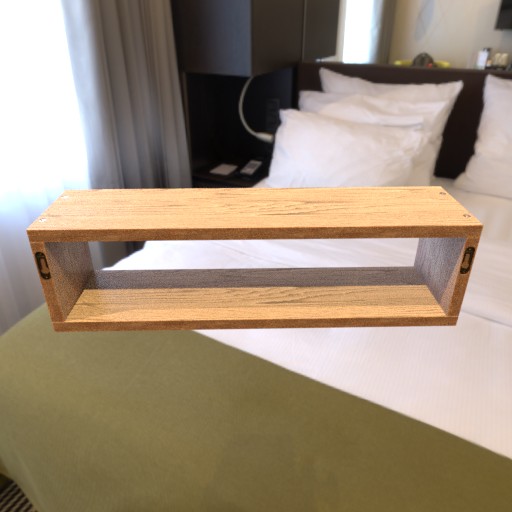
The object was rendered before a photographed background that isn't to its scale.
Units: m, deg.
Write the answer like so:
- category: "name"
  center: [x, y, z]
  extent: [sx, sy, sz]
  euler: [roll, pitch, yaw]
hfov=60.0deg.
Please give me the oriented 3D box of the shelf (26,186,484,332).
- category: "shelf"
  center: [0.000, 0.000, 0.697]
  extent: [0.610, 0.170, 0.150]
  euler: [-1, 29, -1]
